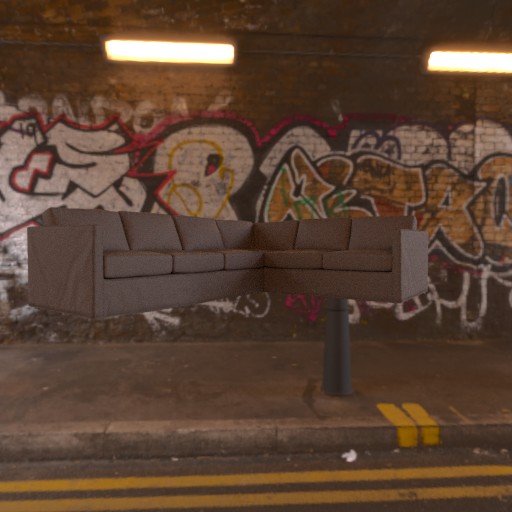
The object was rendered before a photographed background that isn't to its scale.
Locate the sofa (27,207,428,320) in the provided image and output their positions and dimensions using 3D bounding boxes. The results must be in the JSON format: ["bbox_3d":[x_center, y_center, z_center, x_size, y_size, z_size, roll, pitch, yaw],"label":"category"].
[{"bbox_3d":[0.000,0.000,4.267,2.432,0.871,3.182,1,2,35],"label":"sofa"}]
